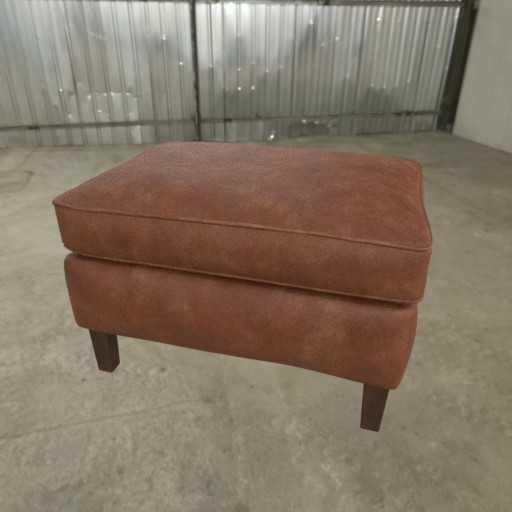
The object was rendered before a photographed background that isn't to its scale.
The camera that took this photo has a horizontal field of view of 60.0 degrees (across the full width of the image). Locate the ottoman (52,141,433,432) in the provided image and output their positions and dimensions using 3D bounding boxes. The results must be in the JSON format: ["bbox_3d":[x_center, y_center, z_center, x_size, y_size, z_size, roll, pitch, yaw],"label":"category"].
[{"bbox_3d":[0.000,0.000,0.973,0.665,0.418,0.501,8,29,14],"label":"ottoman"}]
